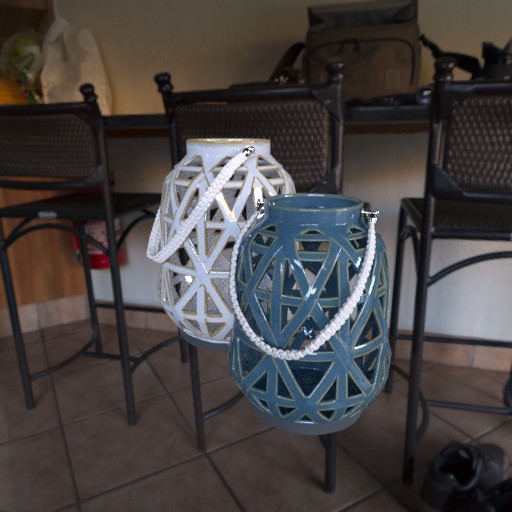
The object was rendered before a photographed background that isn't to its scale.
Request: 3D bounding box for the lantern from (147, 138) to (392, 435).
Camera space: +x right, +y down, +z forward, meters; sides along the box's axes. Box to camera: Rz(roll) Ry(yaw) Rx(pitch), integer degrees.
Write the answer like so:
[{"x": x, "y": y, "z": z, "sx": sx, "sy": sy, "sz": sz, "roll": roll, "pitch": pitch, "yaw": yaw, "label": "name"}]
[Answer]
[{"x": 0.000, "y": 0.000, "z": 0.613, "sx": 0.245, "sy": 0.307, "sz": 0.439, "roll": -8, "pitch": 18, "yaw": -26, "label": "lantern"}]
